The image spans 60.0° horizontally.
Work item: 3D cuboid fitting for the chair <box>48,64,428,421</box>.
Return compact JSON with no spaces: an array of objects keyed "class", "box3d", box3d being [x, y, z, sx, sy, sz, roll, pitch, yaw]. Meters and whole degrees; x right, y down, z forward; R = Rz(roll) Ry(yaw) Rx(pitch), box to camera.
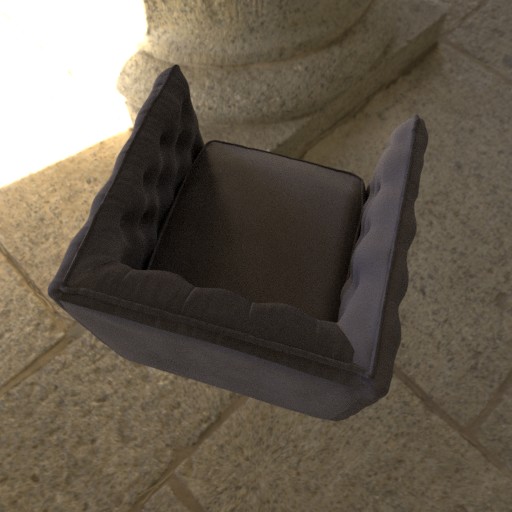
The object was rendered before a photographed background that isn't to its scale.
[{"class":"chair","box3d":[0.000,0.000,1.604,0.946,0.807,0.913,15,65,7]}]
